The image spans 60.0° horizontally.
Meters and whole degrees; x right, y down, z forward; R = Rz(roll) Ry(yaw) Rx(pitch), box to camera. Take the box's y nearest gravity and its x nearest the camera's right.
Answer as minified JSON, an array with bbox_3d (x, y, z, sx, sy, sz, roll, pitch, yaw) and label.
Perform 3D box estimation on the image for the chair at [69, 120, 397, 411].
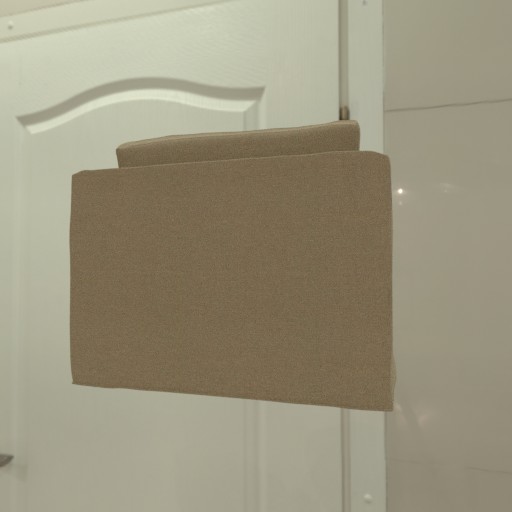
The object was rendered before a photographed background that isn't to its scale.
[{"bbox_3d":[0.000,0.000,1.764,1.057,0.863,0.949,0,-2,16],"label":"chair"}]
